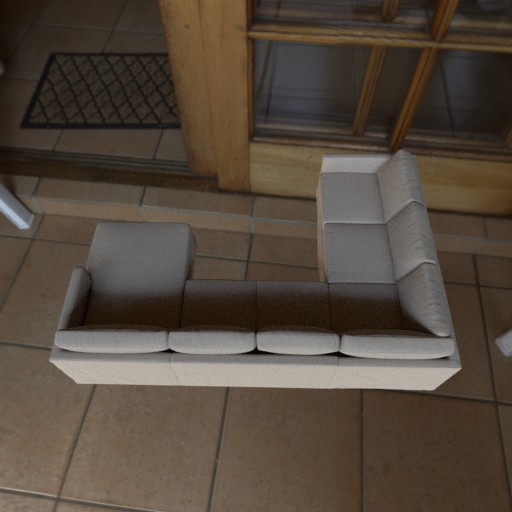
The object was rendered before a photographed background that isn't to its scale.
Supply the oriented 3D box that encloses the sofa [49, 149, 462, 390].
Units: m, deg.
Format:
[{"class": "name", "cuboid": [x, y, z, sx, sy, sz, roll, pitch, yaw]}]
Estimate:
[{"class": "sofa", "cuboid": [0.000, 0.000, 4.506, 3.460, 0.882, 2.427, 1, 58, 1]}]
